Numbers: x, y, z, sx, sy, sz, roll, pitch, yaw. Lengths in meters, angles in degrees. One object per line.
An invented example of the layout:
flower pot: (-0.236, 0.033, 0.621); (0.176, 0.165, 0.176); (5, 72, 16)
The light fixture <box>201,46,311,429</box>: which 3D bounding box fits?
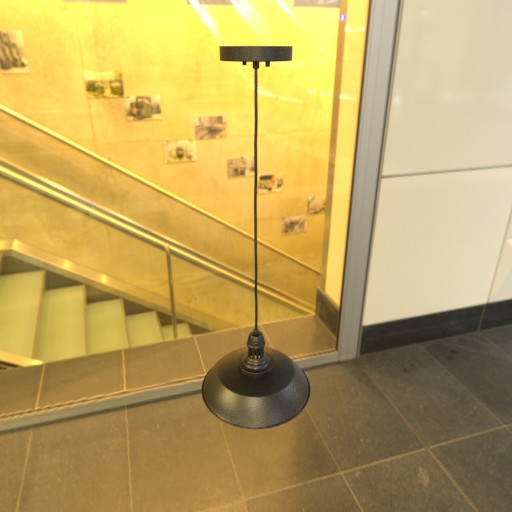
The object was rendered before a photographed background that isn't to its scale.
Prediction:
light fixture: (0.000, 0.000, 1.161); (0.331, 0.993, 0.331); (-18, 31, -32)
